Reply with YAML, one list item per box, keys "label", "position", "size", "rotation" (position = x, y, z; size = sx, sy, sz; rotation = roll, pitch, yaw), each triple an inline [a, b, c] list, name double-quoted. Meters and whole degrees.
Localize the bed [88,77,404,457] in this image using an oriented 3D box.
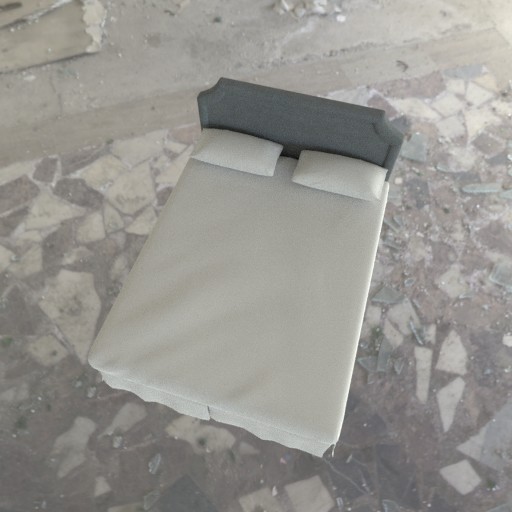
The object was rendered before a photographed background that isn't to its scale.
- label: "bed"
  position: [0.000, 0.000, 3.592]
  size: [1.977, 1.306, 2.464]
  rotation: [15, 60, 9]
